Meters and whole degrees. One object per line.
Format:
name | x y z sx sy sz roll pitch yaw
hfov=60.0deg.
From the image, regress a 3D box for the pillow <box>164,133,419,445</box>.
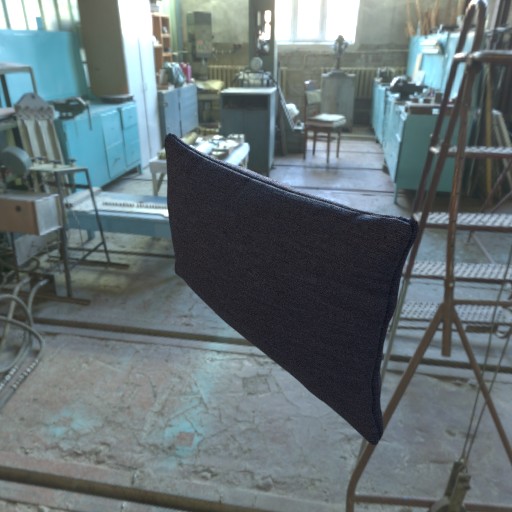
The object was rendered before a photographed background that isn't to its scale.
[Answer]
pillow | 0.000 0.000 0.790 0.210 0.338 0.633 -17 31 -31
